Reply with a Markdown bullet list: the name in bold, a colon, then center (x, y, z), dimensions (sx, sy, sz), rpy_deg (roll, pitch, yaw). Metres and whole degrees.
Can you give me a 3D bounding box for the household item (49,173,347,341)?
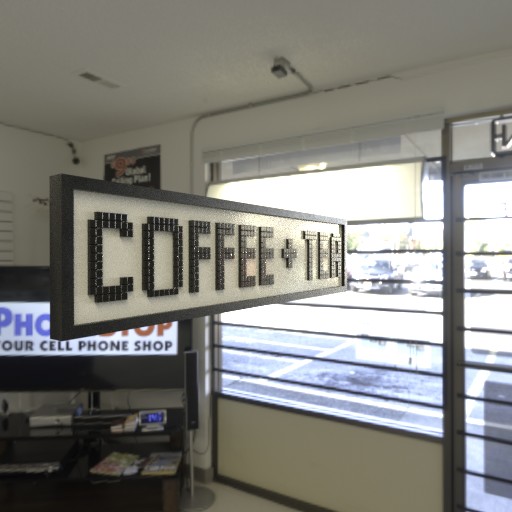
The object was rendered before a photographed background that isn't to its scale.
- **household item**: center (0.000, 0.000, 1.041), dimensions (0.030, 0.236, 1.001), rpy_deg (0, 0, 35)
